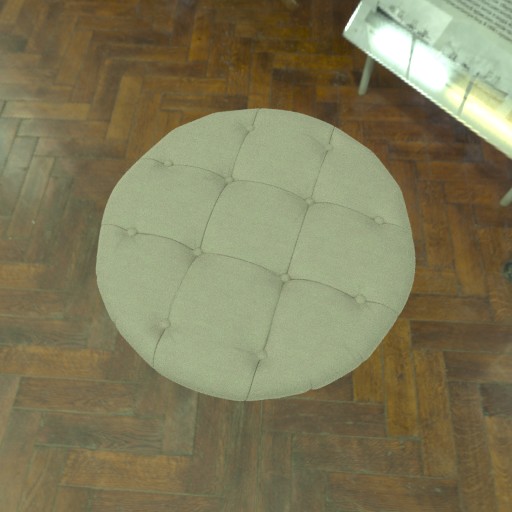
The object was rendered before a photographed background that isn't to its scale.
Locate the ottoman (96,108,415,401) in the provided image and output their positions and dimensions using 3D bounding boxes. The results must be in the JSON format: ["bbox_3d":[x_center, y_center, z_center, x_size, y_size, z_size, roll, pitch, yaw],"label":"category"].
[{"bbox_3d":[0.000,0.000,1.372,0.901,0.439,0.901,0,64,0],"label":"ottoman"}]
